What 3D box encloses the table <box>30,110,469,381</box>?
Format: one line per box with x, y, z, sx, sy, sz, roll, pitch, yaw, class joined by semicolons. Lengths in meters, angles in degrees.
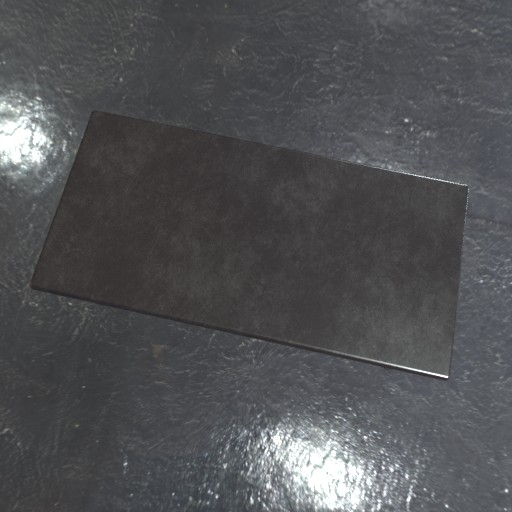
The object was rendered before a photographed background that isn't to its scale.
0.000;0.000;1.502;1.171;0.487;0.580;12;75;3;table
